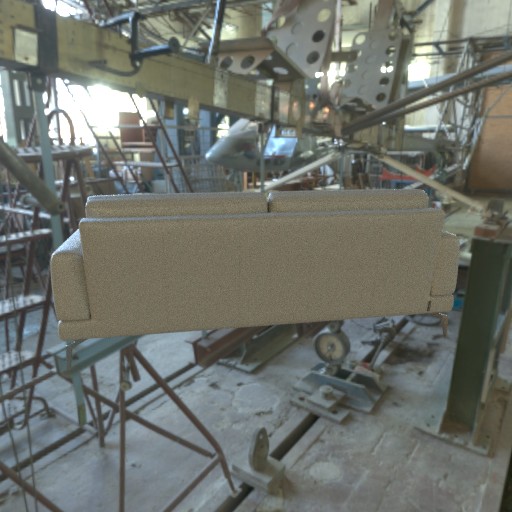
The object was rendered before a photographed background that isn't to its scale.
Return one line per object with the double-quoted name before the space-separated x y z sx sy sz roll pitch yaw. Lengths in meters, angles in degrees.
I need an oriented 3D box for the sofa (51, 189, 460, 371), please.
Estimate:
"sofa" 0.000 0.000 2.449 1.940 0.765 0.974 -3 15 -10
